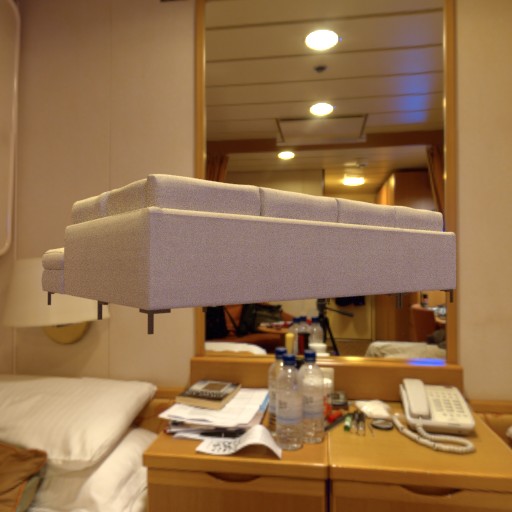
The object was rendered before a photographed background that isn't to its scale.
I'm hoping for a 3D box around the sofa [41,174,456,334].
[{"bbox_3d":[0.000,0.000,3.513,2.737,0.756,1.879,1,-1,-38],"label":"sofa"}]
